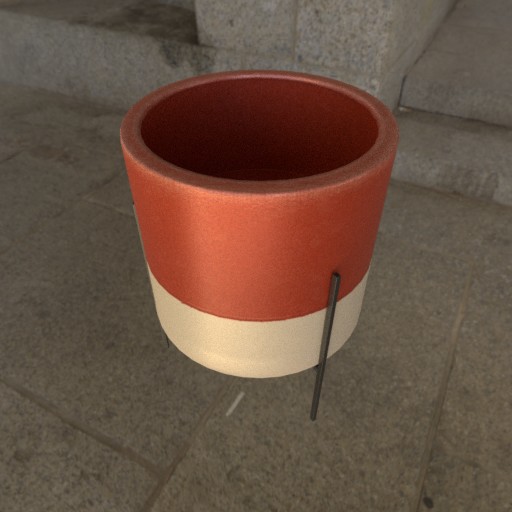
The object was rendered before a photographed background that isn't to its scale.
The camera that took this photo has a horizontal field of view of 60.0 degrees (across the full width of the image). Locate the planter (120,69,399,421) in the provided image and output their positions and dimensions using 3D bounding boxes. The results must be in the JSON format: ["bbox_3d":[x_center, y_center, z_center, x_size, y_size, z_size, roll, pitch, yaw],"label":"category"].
[{"bbox_3d":[0.000,0.000,0.707,0.354,0.465,0.345,-1,42,-1],"label":"planter"}]
